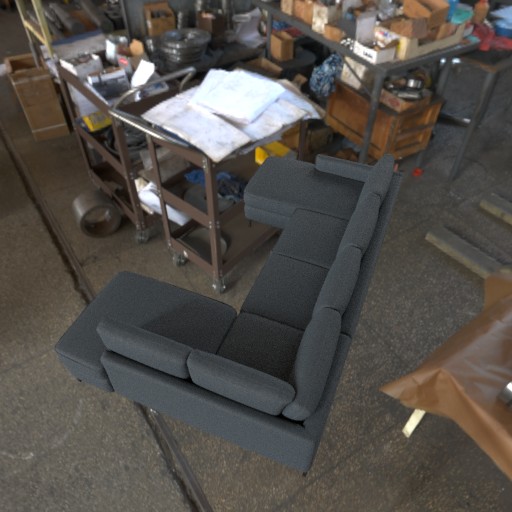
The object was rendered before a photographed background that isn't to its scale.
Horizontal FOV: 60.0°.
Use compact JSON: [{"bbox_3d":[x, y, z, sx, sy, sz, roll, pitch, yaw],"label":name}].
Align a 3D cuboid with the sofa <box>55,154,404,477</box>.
[{"bbox_3d":[0.000,0.000,3.893,1.984,0.858,2.975,17,48,16],"label":"sofa"}]
